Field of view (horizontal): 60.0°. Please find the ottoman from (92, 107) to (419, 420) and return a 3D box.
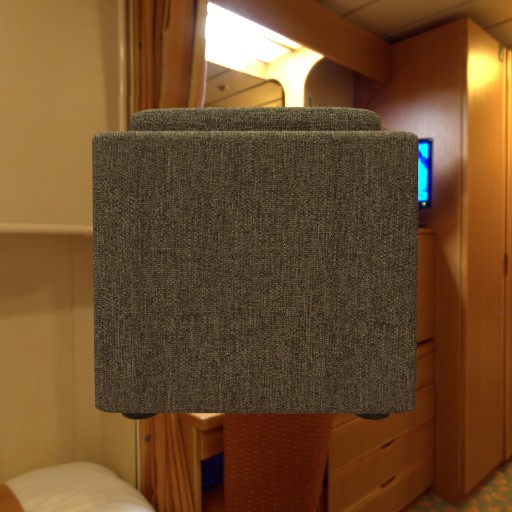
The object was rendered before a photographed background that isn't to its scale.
[{"bbox_3d":[0.000,0.000,0.822,0.450,0.460,0.450,0,2,0],"label":"ottoman"}]
